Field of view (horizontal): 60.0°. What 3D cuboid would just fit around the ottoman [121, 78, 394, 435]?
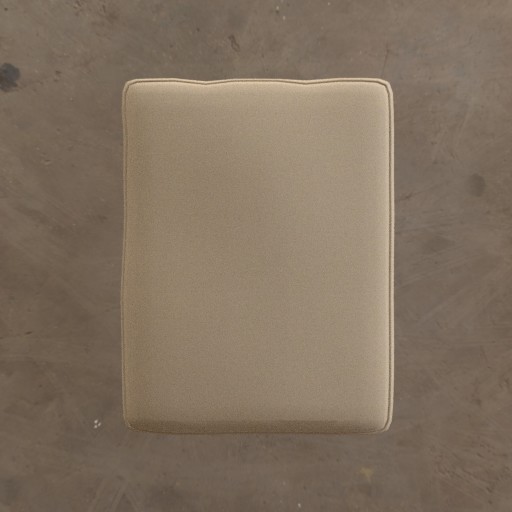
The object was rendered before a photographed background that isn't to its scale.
[{"bbox_3d":[0.000,0.000,1.184,0.634,0.485,0.818,0,90,0],"label":"ottoman"}]
